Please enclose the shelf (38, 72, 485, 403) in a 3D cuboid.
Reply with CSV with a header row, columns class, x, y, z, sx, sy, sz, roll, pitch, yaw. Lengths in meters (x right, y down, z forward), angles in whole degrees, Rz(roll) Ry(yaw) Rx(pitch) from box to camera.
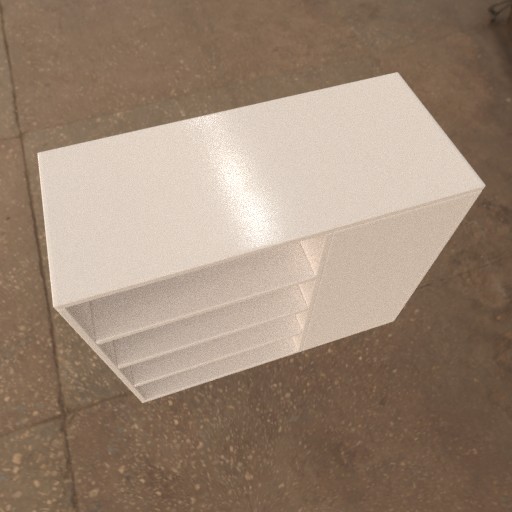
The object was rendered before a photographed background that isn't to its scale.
class,x,y,z,sx,sy,sz,roll,pitch,yaw
shelf,0.000,0.000,1.274,0.895,0.732,0.396,-16,60,-9
